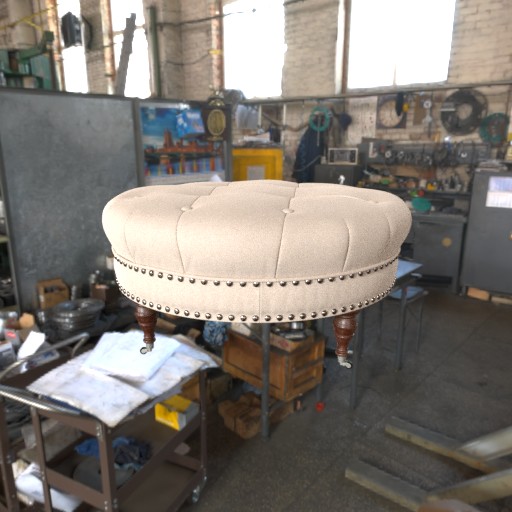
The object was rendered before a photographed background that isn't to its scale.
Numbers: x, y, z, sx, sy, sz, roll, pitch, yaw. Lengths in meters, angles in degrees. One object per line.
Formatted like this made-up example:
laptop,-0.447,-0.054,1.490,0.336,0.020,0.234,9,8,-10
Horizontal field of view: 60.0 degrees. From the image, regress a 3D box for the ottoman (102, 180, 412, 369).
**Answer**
ottoman,0.000,0.000,1.393,0.901,0.439,0.901,0,15,0
